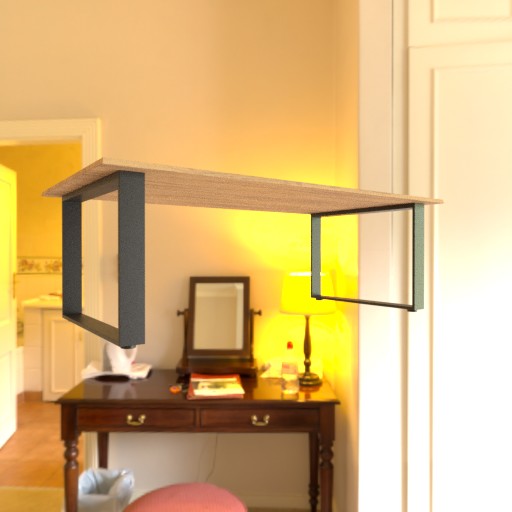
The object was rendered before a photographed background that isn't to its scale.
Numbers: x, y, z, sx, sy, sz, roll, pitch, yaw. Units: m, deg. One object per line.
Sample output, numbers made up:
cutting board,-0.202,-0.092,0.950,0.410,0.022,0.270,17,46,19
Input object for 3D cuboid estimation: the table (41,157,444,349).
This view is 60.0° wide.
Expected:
table,0.000,0.000,1.643,1.331,0.445,0.693,0,0,-36
